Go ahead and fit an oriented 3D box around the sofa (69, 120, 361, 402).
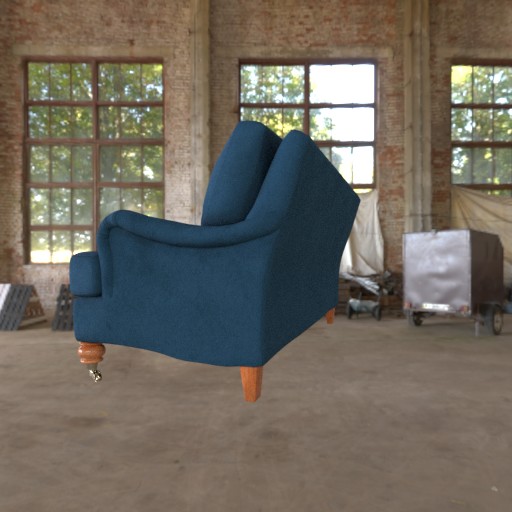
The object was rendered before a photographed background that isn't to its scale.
[{"bbox_3d":[0.000,0.000,2.745,1.084,1.101,2.141,0,1,18],"label":"sofa"}]
